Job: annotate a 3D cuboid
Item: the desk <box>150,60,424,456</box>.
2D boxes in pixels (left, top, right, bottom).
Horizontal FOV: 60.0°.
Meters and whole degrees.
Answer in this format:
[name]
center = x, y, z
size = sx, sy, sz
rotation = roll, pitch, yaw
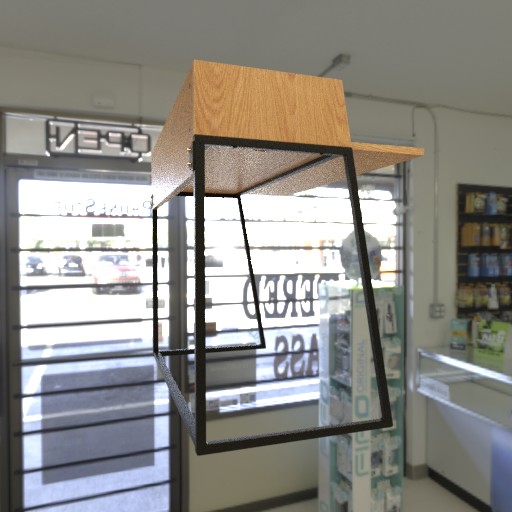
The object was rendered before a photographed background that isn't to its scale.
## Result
[desk]
center = 0.000, 0.000, 1.867
size = 0.769, 1.061, 1.191
rotation = 0, 1, -19
